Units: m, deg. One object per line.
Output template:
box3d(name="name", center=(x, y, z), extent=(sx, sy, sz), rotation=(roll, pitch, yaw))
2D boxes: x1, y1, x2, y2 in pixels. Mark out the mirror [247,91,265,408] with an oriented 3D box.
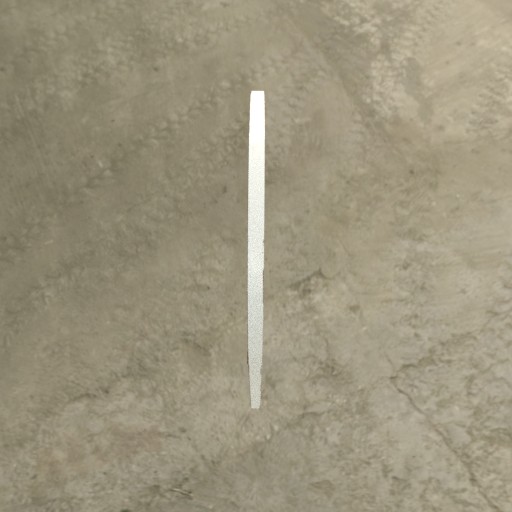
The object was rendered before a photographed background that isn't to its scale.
box3d(name="mirror", center=(0.000, 0.000, 1.215), extent=(0.032, 0.920, 0.660), rotation=(0, 62, 0))
